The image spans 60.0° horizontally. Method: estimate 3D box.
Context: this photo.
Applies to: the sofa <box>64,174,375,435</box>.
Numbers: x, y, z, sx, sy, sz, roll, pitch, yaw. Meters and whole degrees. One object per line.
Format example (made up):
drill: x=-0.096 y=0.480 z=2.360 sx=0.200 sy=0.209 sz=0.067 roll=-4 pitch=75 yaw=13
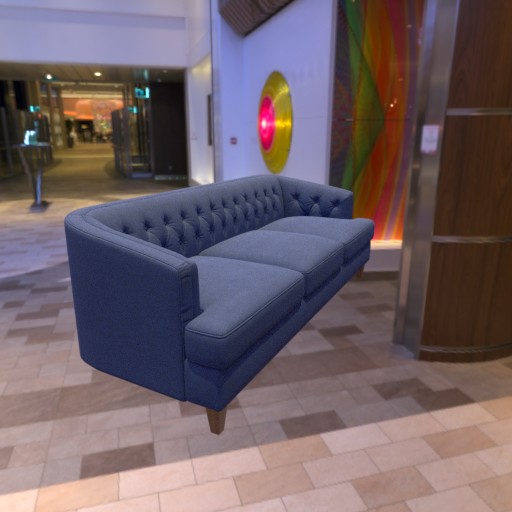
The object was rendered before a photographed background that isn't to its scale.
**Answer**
sofa: x=0.000 y=0.000 z=2.666 sx=0.914 sy=0.787 sz=2.235 roll=8 pitch=18 yaw=26
